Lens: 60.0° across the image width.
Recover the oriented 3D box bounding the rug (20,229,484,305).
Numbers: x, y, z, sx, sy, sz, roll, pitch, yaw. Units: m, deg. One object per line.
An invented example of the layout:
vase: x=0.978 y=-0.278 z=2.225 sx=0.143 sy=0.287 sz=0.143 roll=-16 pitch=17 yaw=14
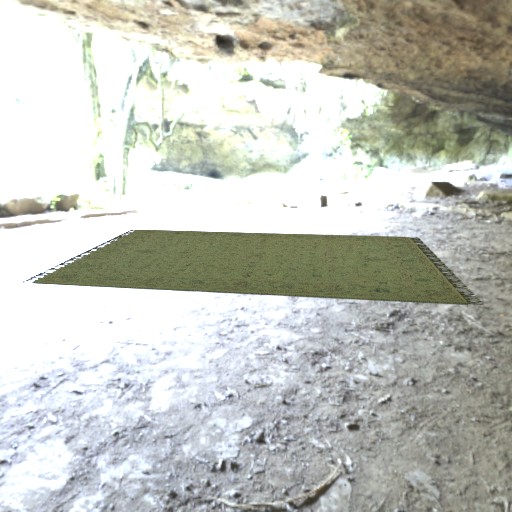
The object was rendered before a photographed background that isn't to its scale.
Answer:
rug: x=0.000 y=0.000 z=3.016 sx=2.435 sy=0.010 sz=1.544 roll=2 pitch=15 yaw=8
